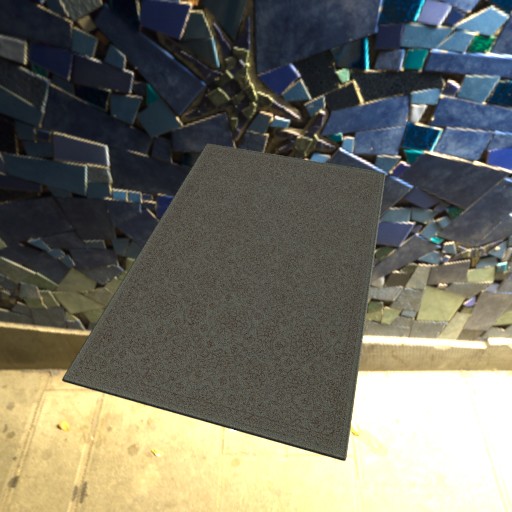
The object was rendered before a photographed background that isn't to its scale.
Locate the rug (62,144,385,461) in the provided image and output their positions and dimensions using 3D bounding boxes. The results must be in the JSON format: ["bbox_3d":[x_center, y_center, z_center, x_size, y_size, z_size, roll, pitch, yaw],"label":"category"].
[{"bbox_3d":[0.000,0.000,2.372,1.219,0.010,1.829,12,49,10],"label":"rug"}]
